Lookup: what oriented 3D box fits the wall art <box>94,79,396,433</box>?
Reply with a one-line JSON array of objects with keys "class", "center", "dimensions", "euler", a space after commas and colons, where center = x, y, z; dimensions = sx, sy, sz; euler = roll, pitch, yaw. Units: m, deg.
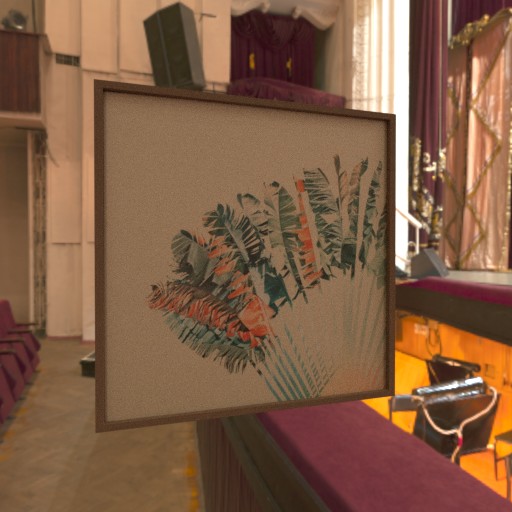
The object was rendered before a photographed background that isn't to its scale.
[{"class": "wall art", "center": [0.000, 0.000, 0.446], "dimensions": [0.304, 0.303, 0.038], "euler": [0, 1, -19]}]
